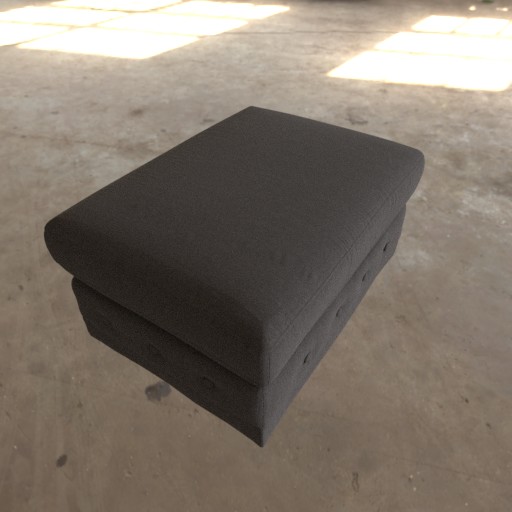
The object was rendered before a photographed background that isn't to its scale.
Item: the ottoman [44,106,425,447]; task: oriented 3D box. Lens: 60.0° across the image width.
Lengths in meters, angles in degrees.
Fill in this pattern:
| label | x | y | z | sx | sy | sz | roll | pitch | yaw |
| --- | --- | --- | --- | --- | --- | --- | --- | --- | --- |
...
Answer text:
| label | x | y | z | sx | sy | sz | roll | pitch | yaw |
| --- | --- | --- | --- | --- | --- | --- | --- | --- | --- |
| ottoman | 0.000 | 0.000 | 1.139 | 0.569 | 0.500 | 0.771 | 24 | 46 | 25 |
